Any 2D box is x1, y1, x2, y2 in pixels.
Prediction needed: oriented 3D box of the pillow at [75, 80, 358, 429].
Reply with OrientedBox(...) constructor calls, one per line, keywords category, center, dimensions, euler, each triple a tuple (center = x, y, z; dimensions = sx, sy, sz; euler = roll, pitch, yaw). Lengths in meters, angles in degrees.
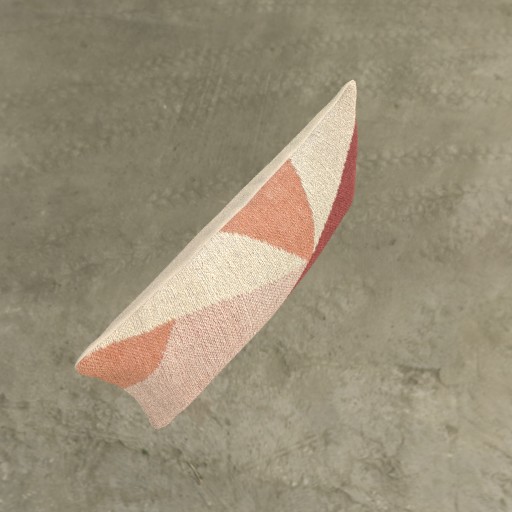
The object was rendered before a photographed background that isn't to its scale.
OrientedBox(category="pillow", center=(0.000, 0.000, 0.729), dimensions=(0.155, 0.292, 0.609), euler=(33, 65, 18))
